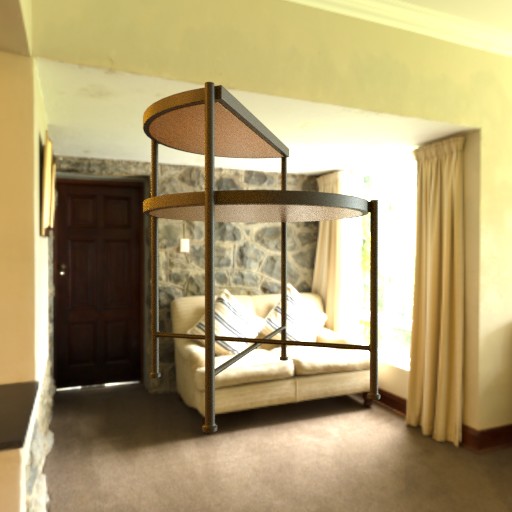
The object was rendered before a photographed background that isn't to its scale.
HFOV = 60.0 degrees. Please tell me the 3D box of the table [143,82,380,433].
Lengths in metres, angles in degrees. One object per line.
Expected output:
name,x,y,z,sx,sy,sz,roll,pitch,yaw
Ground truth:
table,0.000,0.000,1.160,0.628,0.684,0.629,0,1,18
